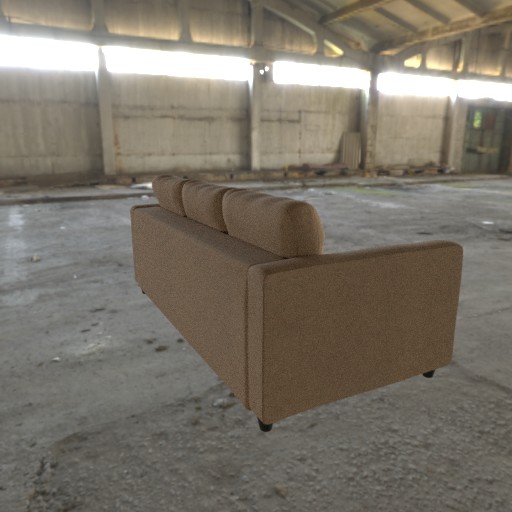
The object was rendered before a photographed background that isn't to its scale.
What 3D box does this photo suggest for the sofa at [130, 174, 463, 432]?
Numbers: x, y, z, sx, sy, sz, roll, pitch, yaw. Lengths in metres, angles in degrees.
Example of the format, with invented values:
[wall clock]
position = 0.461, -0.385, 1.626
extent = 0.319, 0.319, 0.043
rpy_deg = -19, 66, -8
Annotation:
[sofa]
position = 0.000, 0.000, 2.393
extent = 0.930, 0.800, 1.855
rpy_deg = -7, 15, -27
